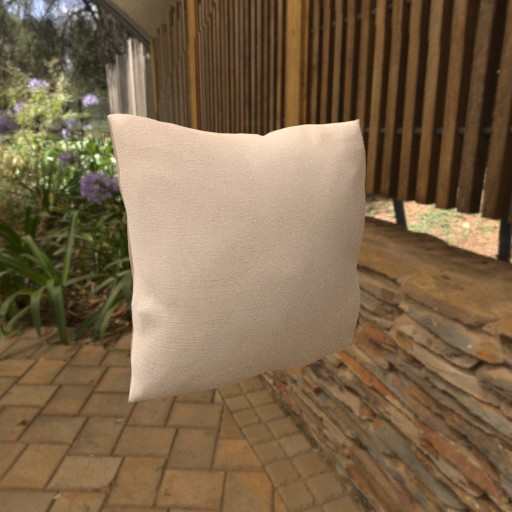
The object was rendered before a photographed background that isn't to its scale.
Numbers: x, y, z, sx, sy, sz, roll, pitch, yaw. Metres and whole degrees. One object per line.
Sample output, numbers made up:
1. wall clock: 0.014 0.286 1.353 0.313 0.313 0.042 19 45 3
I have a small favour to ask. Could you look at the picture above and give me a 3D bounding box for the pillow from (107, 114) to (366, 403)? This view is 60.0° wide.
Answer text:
1. pillow: 0.000 0.000 0.742 0.450 0.448 0.245 -8 18 -26
